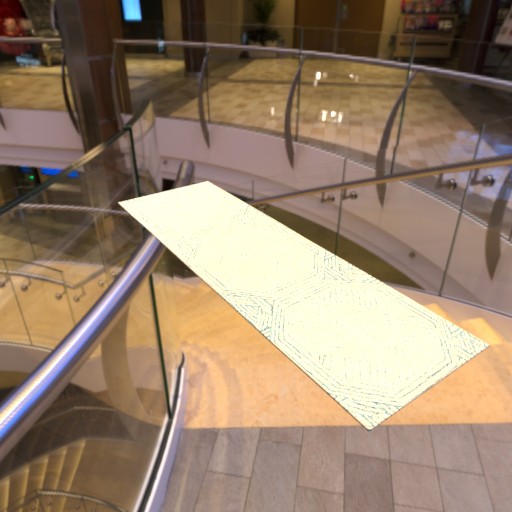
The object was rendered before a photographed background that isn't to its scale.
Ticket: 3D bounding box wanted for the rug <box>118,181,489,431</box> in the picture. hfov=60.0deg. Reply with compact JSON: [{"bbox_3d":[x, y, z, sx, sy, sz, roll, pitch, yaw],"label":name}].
[{"bbox_3d":[0.000,0.000,2.610,0.775,0.012,2.452,-20,36,-30],"label":"rug"}]
